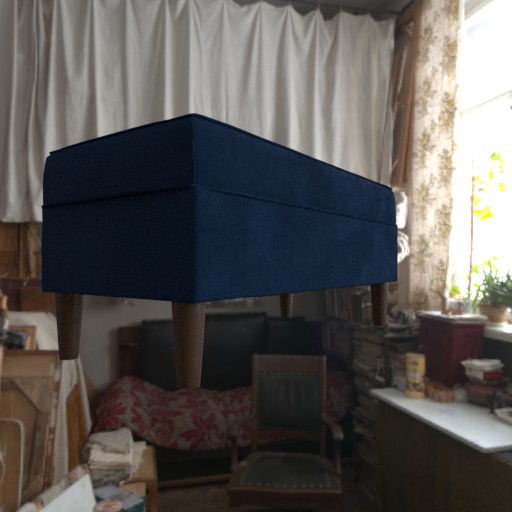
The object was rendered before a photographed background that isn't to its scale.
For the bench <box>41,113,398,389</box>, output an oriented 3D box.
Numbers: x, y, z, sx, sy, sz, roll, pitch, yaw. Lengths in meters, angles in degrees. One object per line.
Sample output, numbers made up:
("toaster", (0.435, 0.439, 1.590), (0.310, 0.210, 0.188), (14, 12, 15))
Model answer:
("bench", (0.000, 0.000, 1.258), (0.489, 0.467, 1.010), (0, -1, 36))
